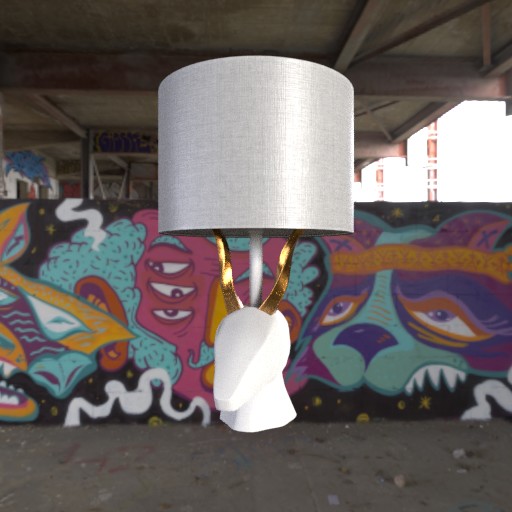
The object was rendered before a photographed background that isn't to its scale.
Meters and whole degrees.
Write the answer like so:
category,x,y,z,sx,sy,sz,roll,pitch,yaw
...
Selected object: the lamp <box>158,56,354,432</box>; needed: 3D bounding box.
category,x,y,z,sx,sy,sz,roll,pitch,yaw
lamp,0.000,0.000,0.693,0.298,0.503,0.298,0,0,18
